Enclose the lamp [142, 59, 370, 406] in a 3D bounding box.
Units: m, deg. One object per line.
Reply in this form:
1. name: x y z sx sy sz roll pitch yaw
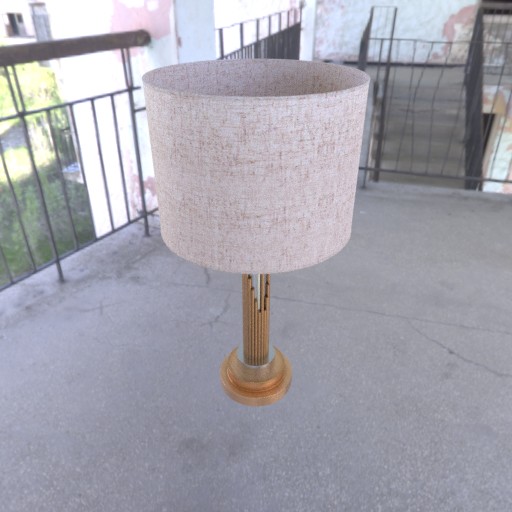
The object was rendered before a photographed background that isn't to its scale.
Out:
1. lamp: 0.000 0.000 0.793 0.321 0.610 0.321 20 36 29
